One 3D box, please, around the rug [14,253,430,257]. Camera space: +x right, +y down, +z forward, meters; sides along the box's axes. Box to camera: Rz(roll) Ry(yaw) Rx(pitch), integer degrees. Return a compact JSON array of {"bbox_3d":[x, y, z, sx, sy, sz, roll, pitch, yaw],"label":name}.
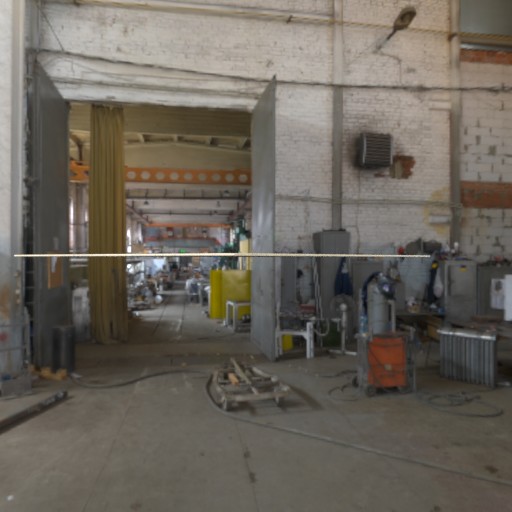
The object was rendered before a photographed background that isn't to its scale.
[{"bbox_3d":[0.000,0.000,2.262,1.220,0.007,1.828,0,0,37],"label":"rug"}]
